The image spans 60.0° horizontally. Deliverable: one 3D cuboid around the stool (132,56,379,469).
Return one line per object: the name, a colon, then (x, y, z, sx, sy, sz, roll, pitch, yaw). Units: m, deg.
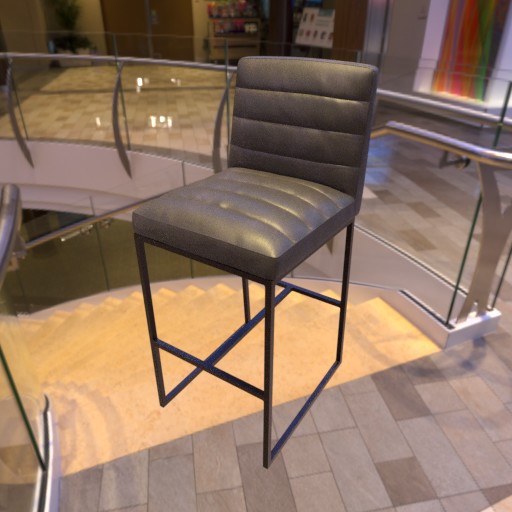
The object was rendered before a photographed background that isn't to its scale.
stool: (0.000, 0.000, 1.349, 0.463, 1.065, 0.562, 18, 34, 28)
